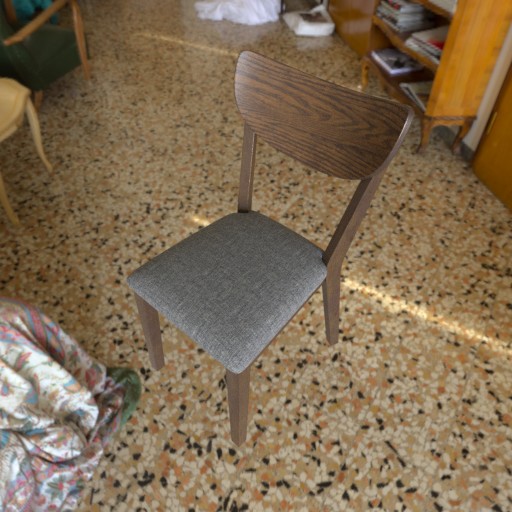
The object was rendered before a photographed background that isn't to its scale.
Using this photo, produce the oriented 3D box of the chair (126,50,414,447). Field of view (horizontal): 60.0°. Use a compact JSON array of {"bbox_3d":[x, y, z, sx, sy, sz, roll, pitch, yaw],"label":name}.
[{"bbox_3d":[0.000,0.000,1.201,0.491,0.849,0.583,33,54,28],"label":"chair"}]
